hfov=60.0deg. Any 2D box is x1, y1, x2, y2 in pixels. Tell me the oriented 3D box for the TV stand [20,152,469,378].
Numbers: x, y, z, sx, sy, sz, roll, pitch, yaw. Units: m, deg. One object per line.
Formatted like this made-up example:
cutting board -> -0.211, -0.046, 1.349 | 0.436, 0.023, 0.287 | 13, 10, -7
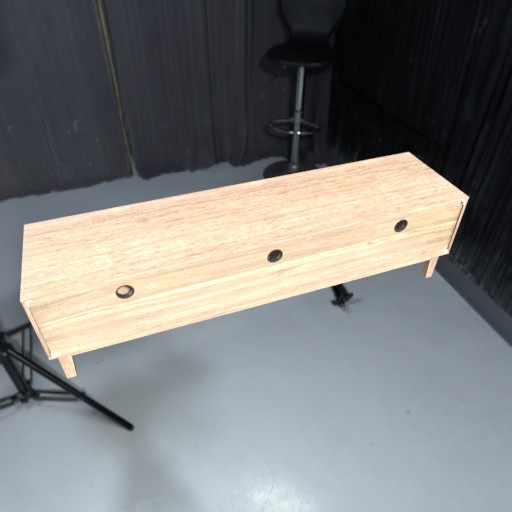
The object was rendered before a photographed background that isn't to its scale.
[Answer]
TV stand -> 0.000, 0.000, 1.646 | 1.482, 0.409, 0.366 | -13, 42, -15
